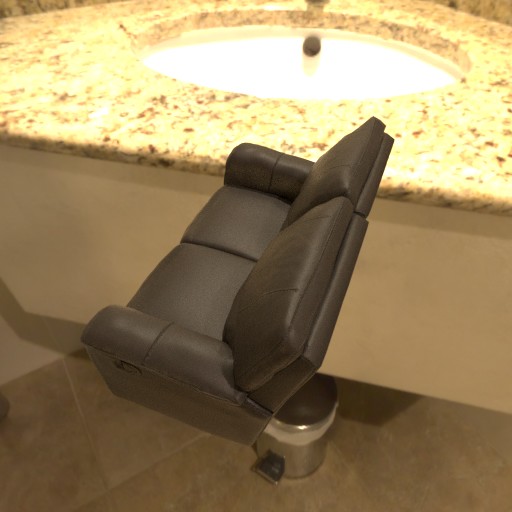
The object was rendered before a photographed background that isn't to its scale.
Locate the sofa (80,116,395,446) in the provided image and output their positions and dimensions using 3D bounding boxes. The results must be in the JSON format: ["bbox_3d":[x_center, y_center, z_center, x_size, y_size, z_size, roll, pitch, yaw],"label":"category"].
[{"bbox_3d":[0.000,0.000,2.422,1.104,1.111,1.765,15,46,15],"label":"sofa"}]
